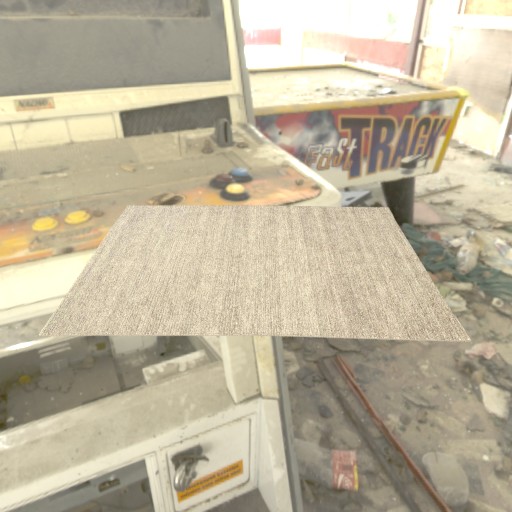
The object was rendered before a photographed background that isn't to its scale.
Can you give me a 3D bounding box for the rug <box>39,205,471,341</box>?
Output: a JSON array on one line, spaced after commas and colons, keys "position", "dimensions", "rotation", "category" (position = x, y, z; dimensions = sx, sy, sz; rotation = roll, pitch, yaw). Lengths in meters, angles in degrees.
[{"position": [0.000, 0.000, 4.322], "dimensions": [3.202, 0.045, 2.434], "rotation": [1, 30, 1], "category": "rug"}]
